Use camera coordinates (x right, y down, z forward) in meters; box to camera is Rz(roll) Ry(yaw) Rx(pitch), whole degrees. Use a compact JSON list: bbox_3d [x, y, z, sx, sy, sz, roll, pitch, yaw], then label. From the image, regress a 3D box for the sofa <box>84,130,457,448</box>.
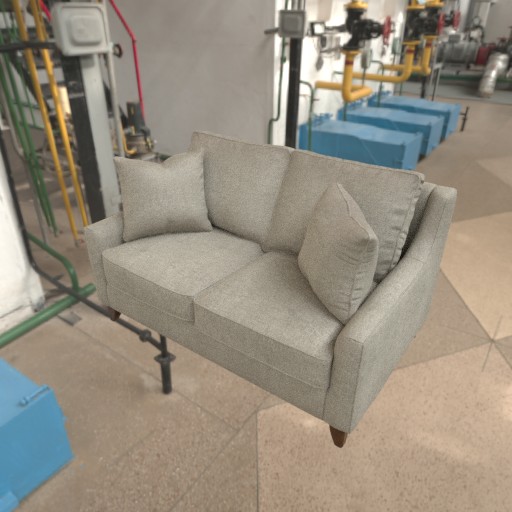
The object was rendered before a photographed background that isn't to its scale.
[{"bbox_3d":[0.000,0.000,2.031,1.422,0.863,0.915,20,35,30],"label":"sofa"}]
